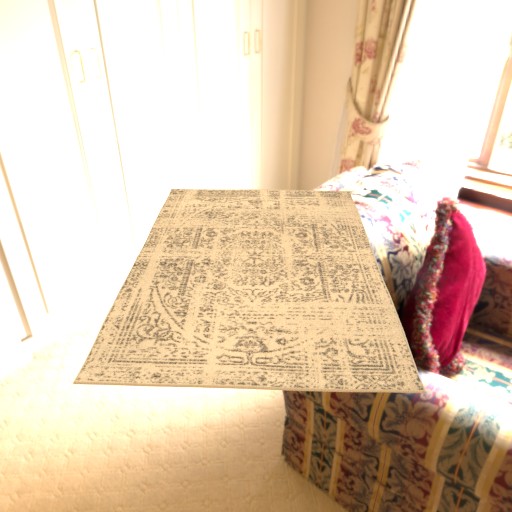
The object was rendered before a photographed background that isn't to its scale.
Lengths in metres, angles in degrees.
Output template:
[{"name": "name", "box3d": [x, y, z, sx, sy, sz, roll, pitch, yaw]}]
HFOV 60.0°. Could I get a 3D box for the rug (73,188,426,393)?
[{"name": "rug", "box3d": [0.000, 0.000, 3.160, 1.706, 0.026, 2.438, 1, 31, 2]}]
